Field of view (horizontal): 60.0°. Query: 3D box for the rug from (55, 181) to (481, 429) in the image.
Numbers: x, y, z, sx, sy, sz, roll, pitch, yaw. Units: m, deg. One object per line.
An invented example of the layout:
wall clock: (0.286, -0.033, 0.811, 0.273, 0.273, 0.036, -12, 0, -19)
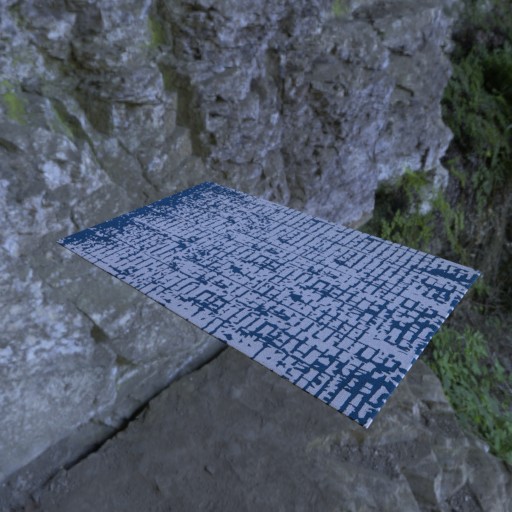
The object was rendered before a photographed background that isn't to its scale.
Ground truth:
rug: (0.000, 0.000, 2.962, 2.435, 0.011, 1.517, 23, 38, 33)
